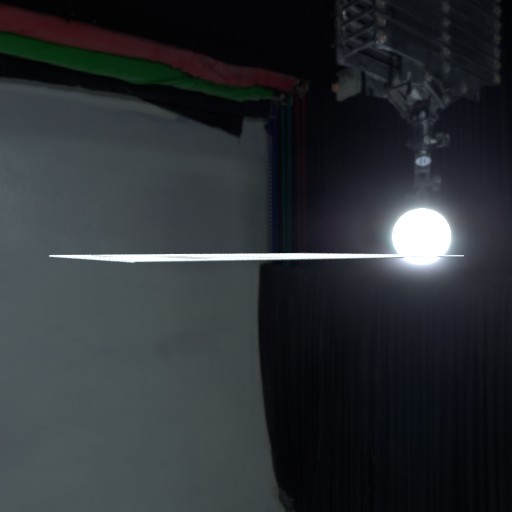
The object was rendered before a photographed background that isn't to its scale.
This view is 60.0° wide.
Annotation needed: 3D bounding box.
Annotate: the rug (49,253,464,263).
[{"bbox_3d":[0.000,0.000,2.801,2.142,0.010,1.533,-1,1,-35],"label":"rug"}]
